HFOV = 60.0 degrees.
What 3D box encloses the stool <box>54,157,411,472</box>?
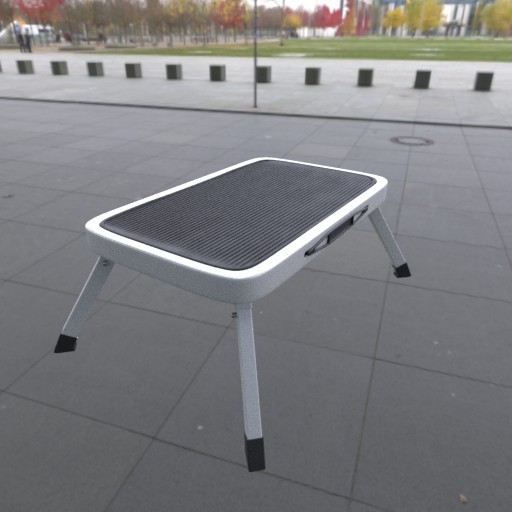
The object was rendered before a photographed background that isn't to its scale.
[{"bbox_3d":[0.000,0.000,0.612,0.320,0.170,0.460,17,31,30],"label":"stool"}]
